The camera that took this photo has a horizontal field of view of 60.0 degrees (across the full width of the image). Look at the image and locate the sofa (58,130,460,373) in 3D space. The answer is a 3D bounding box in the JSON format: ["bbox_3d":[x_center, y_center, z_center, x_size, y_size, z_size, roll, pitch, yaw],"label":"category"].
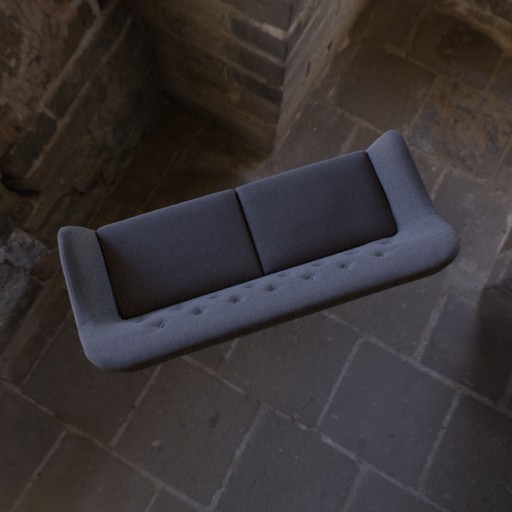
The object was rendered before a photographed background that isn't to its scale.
[{"bbox_3d":[0.000,0.000,2.303,1.840,0.820,0.820,-17,75,-5],"label":"sofa"}]
